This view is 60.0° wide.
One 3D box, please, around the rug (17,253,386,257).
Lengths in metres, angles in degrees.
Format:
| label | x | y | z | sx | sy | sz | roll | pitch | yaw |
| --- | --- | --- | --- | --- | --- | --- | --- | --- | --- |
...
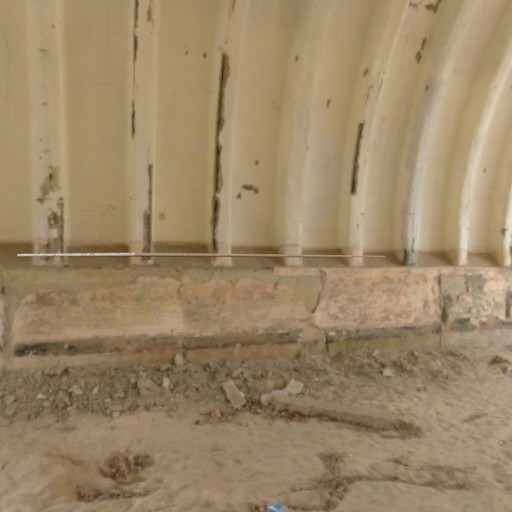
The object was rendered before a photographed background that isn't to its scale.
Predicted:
| label | x | y | z | sx | sy | sz | roll | pitch | yaw |
| --- | --- | --- | --- | --- | --- | --- | --- | --- | --- |
| rug | 0.000 | 0.000 | 2.643 | 0.750 | 0.009 | 2.435 | 0 | 0 | 35 |
